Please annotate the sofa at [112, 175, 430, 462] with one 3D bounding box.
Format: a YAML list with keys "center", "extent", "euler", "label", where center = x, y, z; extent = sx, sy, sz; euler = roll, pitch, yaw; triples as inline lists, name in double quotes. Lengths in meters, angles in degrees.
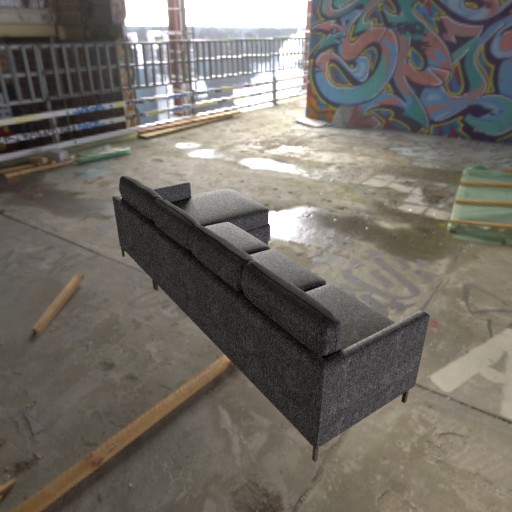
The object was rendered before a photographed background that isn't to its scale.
- center: [0.000, 0.000, 4.066]
  extent: [1.488, 0.970, 3.384]
  euler: [-18, 32, -30]
  label: "sofa"
